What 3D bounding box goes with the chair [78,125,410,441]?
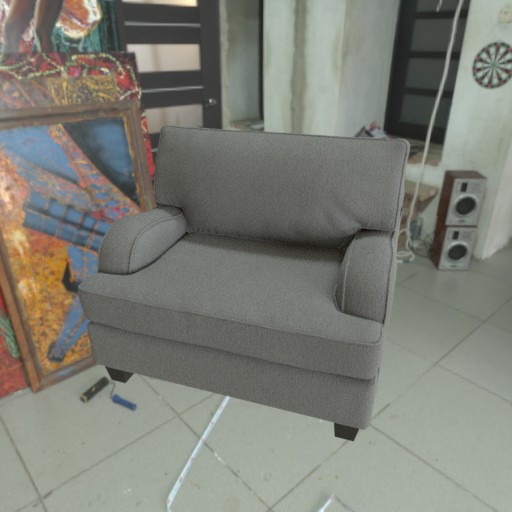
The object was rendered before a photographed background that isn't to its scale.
[{"bbox_3d":[0.000,0.000,2.015,1.220,1.016,1.041,8,27,17],"label":"chair"}]
